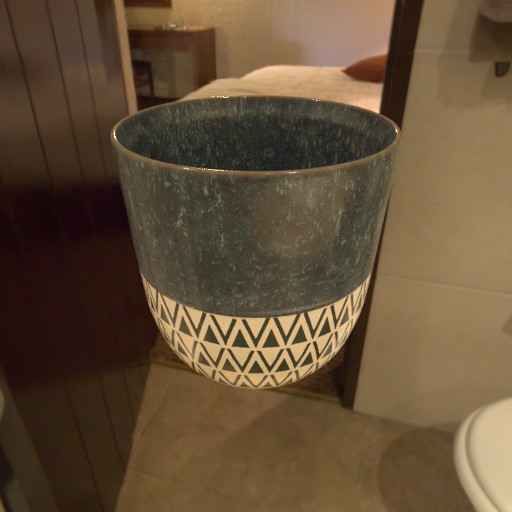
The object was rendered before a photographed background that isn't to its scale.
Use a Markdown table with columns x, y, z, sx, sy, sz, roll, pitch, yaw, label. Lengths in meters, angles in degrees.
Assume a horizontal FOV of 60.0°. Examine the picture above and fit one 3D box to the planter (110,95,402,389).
| x | y | z | sx | sy | sz | roll | pitch | yaw | label |
| --- | --- | --- | --- | --- | --- | --- | --- | --- | --- |
| 0.000 | 0.000 | 0.362 | 0.195 | 0.214 | 0.195 | 0 | 31 | 0 | planter |
